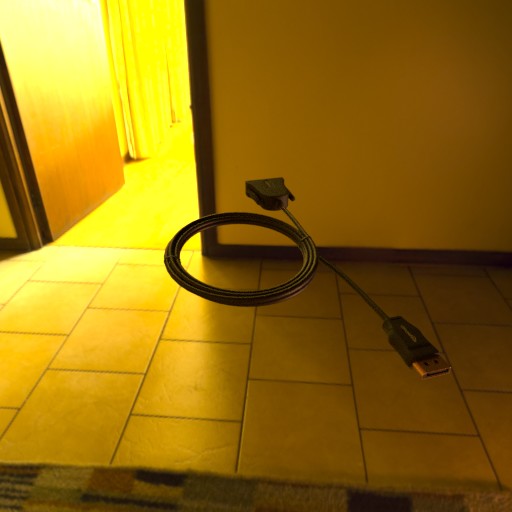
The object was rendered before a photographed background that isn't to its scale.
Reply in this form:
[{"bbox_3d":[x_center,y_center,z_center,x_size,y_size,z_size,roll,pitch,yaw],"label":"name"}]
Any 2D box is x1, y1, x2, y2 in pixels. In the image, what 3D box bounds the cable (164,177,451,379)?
[{"bbox_3d":[0.000,0.000,0.334,0.136,0.015,0.281,-8,32,-14],"label":"cable"}]
